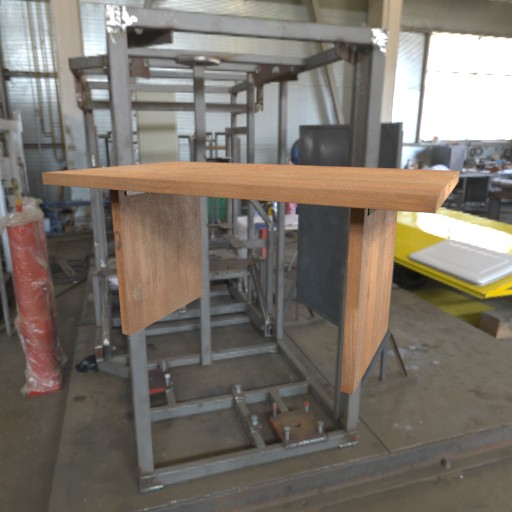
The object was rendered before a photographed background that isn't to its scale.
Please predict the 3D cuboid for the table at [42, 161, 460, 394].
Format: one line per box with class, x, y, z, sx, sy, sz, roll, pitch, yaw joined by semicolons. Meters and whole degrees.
table;0.000;0.000;2.080;1.609;0.780;0.946;8;17;26
